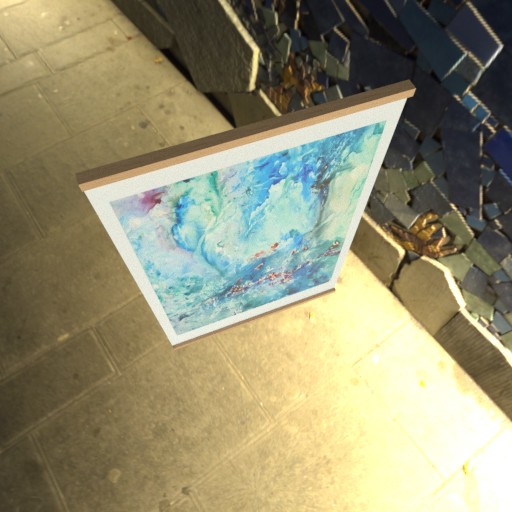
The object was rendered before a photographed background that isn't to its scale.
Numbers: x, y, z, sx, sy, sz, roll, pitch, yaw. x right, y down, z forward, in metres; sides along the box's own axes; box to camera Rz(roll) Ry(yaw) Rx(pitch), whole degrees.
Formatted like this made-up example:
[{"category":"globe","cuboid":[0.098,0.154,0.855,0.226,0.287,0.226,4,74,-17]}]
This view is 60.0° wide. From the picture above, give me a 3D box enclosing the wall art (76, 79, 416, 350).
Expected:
[{"category":"wall art","cuboid":[0.000,0.000,1.280,0.669,1.020,0.027,-19,64,-10]}]
